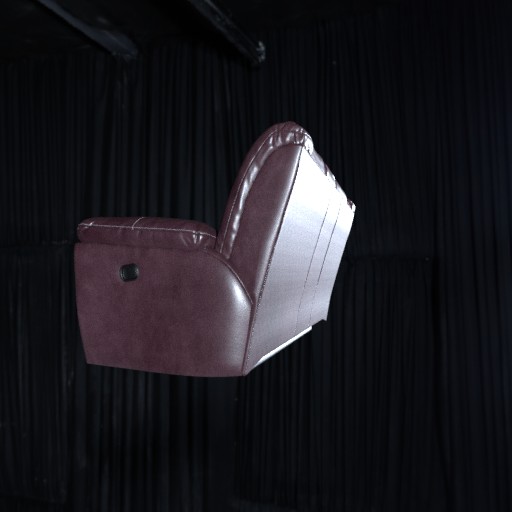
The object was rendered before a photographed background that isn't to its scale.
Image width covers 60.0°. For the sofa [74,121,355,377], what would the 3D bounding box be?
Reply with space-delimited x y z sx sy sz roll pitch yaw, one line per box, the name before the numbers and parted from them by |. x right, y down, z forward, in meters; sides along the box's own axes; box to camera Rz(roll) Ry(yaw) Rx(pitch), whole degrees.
sofa | 0.000 0.000 2.613 0.991 1.043 2.058 -1 -2 18
